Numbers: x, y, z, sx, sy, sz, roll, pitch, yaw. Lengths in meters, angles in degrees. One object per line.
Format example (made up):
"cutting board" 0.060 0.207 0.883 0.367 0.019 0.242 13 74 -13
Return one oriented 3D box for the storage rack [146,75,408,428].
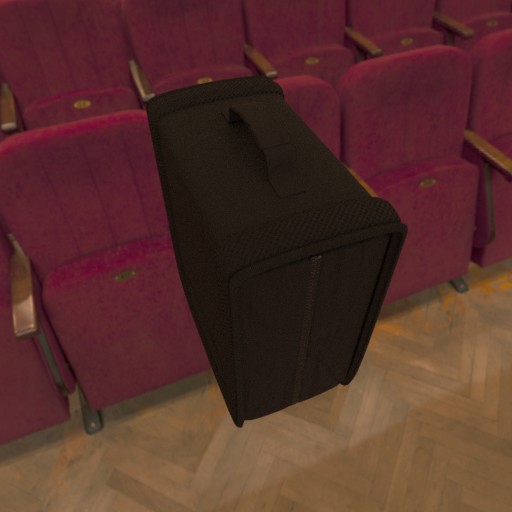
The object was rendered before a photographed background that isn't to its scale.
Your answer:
"storage rack" 0.000 0.000 0.559 0.168 0.387 0.297 -17 49 -15
